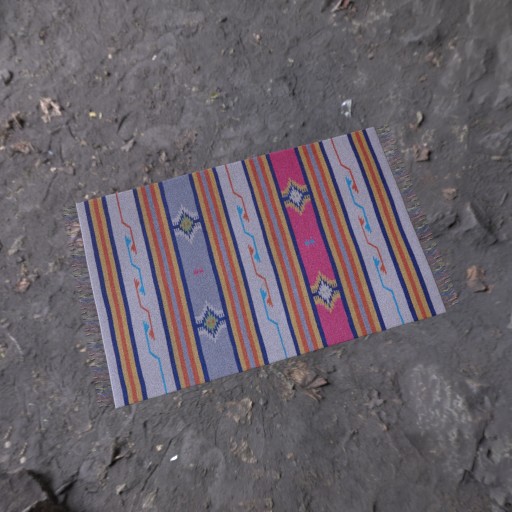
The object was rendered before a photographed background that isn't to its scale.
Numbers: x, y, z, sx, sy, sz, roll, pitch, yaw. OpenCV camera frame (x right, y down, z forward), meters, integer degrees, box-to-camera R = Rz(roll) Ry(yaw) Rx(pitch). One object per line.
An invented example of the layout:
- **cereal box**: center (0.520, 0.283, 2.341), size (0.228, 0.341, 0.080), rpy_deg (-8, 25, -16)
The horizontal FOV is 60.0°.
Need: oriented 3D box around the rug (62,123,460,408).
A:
- **rug**: center (0.000, 0.000, 2.290), size (1.849, 0.013, 1.084), rpy_deg (-15, 76, -4)
